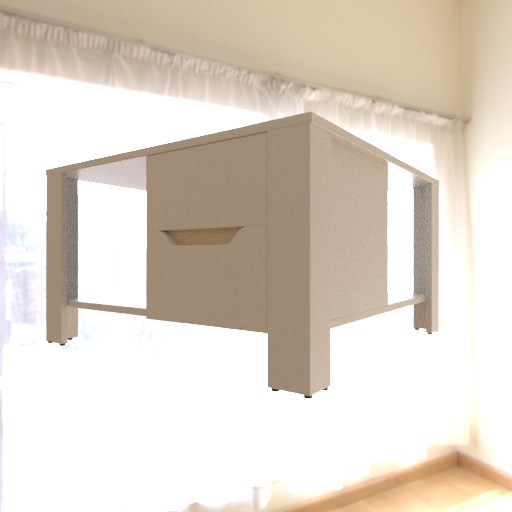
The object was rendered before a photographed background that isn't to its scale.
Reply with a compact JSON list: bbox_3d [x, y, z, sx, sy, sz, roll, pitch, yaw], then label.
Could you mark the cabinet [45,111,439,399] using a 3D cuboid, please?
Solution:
[{"bbox_3d":[0.000,0.000,1.263,0.800,0.460,0.800,0,0,36],"label":"cabinet"}]
